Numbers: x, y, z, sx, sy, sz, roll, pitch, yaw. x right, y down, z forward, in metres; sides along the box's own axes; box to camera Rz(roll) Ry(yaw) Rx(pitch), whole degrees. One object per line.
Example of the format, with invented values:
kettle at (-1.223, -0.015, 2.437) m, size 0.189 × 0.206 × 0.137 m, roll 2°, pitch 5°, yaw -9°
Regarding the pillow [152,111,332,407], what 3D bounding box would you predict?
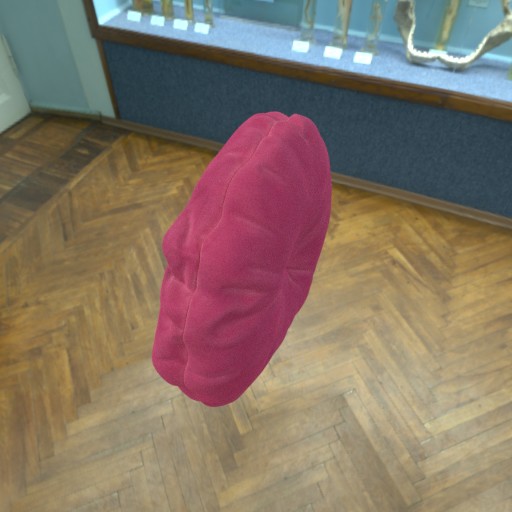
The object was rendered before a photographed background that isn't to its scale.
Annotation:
pillow at (0.000, 0.000, 0.653) m, size 0.148 × 0.407 × 0.428 m, roll 19°, pitch 51°, yaw 16°
